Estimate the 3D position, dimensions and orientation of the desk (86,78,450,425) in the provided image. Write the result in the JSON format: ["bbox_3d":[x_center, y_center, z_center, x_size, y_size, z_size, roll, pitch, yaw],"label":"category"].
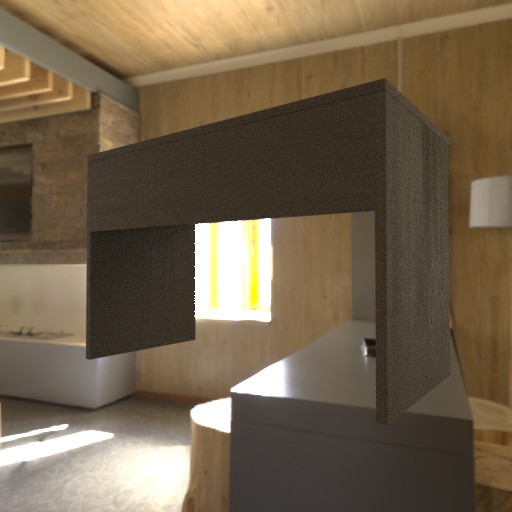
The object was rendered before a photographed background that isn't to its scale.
[{"bbox_3d":[0.000,0.000,1.482,1.099,0.729,0.557,-1,-2,37],"label":"desk"}]
